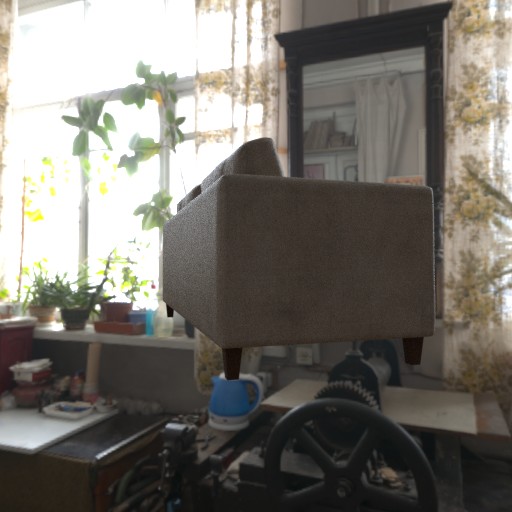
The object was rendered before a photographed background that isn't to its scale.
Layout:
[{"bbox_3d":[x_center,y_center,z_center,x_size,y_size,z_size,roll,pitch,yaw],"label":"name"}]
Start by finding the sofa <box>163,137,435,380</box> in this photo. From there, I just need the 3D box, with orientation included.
[{"bbox_3d":[0.000,0.000,2.764,0.951,0.965,2.208,0,-1,-18],"label":"sofa"}]
